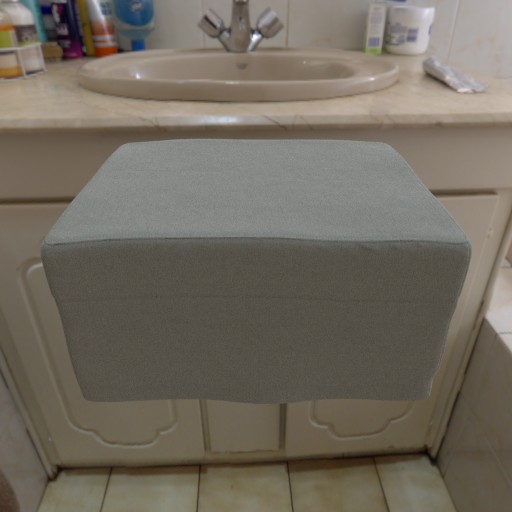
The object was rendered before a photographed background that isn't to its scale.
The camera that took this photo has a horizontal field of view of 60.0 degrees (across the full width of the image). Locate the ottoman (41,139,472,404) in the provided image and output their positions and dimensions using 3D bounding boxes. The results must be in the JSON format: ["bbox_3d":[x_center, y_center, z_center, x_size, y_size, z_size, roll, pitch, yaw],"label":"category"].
[{"bbox_3d":[0.000,0.000,1.197,0.833,0.461,0.648,0,31,0],"label":"ottoman"}]
